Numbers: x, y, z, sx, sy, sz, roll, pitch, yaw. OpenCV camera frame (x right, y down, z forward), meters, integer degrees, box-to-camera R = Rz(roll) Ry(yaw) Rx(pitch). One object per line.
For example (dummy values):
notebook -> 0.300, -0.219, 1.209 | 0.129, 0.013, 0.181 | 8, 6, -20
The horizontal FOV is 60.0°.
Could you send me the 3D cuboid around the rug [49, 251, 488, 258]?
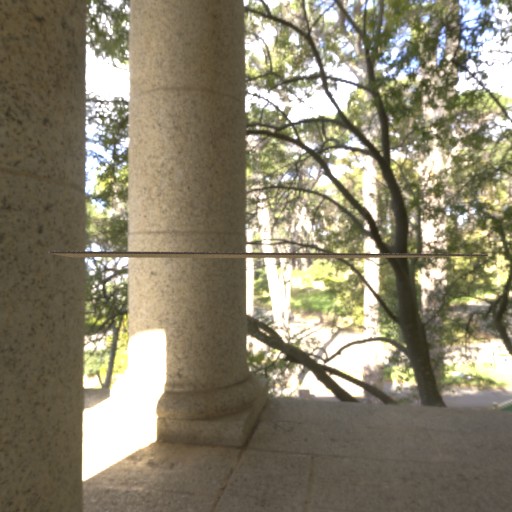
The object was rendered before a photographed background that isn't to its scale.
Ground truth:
rug -> 0.000, 0.000, 2.235 | 1.783, 0.008, 1.175 | 0, -1, -19
